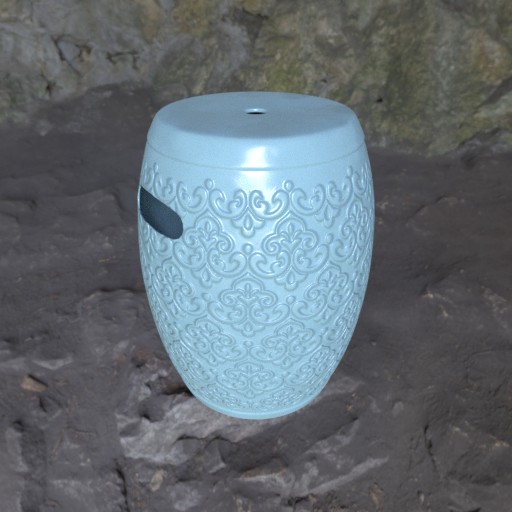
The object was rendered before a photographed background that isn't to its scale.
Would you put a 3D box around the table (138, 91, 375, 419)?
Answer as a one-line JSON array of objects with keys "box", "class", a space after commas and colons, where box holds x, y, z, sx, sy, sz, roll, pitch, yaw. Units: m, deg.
[{"box": [0.000, 0.000, 0.617, 0.309, 0.397, 0.309, 0, 31, 0], "class": "table"}]
